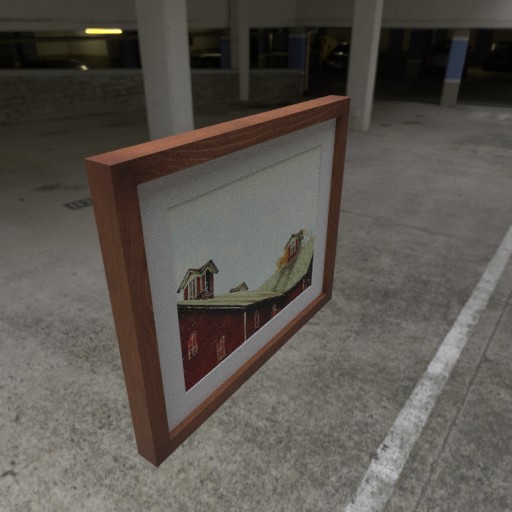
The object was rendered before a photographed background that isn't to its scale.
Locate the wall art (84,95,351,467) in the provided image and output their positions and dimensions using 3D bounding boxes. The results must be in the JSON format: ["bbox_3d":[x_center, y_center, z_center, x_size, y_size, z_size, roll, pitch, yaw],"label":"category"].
[{"bbox_3d":[0.000,0.000,0.546,0.030,0.328,0.401,19,33,31],"label":"wall art"}]
